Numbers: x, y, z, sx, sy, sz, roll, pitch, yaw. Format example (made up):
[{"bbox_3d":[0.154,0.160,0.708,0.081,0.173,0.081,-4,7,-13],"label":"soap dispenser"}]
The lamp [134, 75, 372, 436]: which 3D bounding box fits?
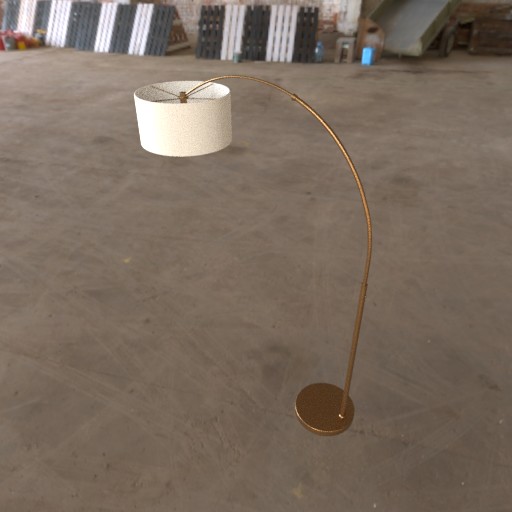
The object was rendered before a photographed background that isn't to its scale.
[{"bbox_3d":[0.000,0.000,2.532,1.434,1.927,0.493,22,39,29],"label":"lamp"}]
